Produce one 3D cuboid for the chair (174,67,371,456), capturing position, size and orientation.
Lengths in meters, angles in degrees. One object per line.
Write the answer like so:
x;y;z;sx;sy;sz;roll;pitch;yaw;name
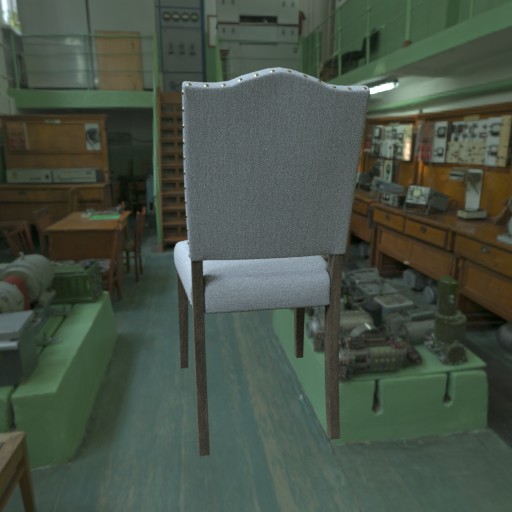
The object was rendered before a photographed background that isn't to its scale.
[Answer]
0.000;0.000;1.391;0.508;1.020;0.620;-3;15;-10;chair
